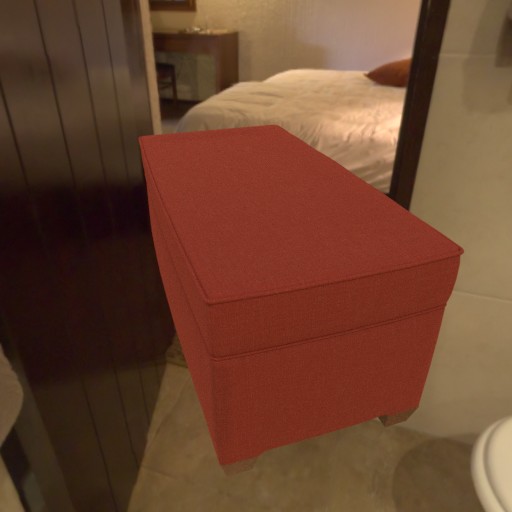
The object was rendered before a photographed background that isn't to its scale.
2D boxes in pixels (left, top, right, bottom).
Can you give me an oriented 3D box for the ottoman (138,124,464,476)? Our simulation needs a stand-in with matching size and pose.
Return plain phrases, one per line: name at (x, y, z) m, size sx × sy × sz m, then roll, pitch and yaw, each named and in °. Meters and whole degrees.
ottoman at (0.000, 0.000, 1.196) m, size 0.497 × 0.454 × 0.948 m, roll -10°, pitch 32°, yaw -16°
